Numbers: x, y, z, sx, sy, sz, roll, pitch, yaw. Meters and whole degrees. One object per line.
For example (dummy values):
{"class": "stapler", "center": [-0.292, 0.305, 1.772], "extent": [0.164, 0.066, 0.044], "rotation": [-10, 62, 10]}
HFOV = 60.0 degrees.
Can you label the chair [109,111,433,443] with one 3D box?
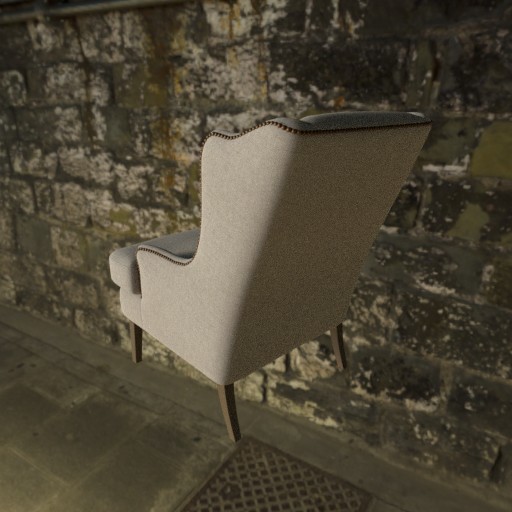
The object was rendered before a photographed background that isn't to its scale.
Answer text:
{"class": "chair", "center": [0.000, 0.000, 1.637], "extent": [0.737, 1.029, 0.940], "rotation": [-18, 26, -41]}
